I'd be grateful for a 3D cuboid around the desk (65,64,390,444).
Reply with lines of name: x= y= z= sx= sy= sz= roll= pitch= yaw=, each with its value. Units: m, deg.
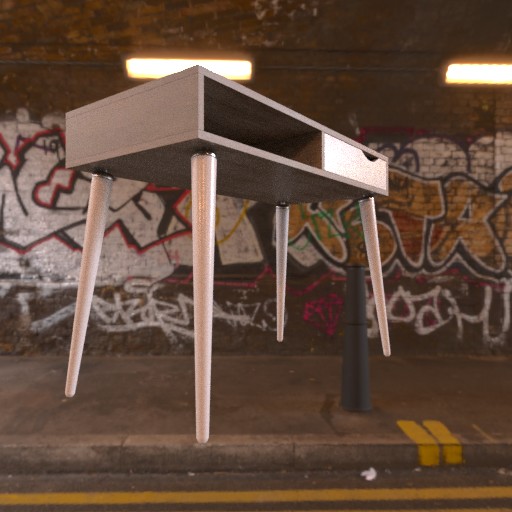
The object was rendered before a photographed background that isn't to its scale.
desk: x=0.000 y=0.000 z=1.370 sx=0.491 sy=0.723 sz=0.979 roll=0 pitch=-1 yaw=37
